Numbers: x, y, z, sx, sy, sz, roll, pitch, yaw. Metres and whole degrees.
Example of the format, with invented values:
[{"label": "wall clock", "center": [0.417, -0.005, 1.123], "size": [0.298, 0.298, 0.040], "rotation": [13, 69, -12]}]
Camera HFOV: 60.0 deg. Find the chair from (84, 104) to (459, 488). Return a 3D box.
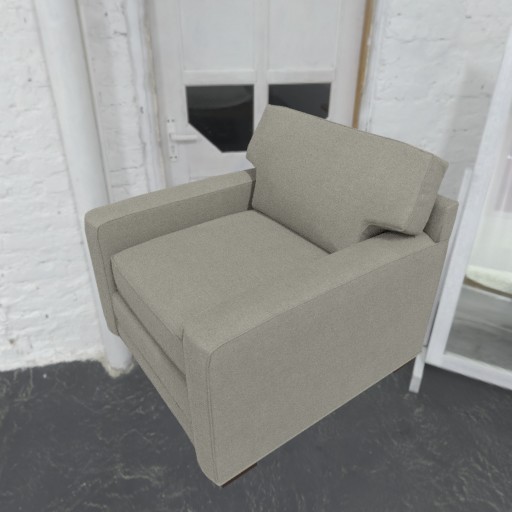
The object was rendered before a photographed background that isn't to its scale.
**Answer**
[{"label": "chair", "center": [0.000, 0.000, 1.757], "size": [1.044, 0.934, 0.999], "rotation": [-20, 37, -30]}]
